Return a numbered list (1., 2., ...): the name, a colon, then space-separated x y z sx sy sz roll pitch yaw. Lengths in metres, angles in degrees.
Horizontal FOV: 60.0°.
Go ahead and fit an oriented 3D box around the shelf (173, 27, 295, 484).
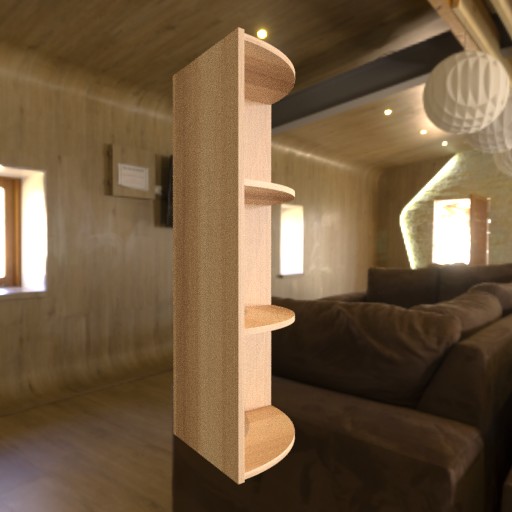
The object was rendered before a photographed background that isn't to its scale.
1. shelf: 0.000 0.000 1.047 0.290 0.872 0.290 -1 1 -35
